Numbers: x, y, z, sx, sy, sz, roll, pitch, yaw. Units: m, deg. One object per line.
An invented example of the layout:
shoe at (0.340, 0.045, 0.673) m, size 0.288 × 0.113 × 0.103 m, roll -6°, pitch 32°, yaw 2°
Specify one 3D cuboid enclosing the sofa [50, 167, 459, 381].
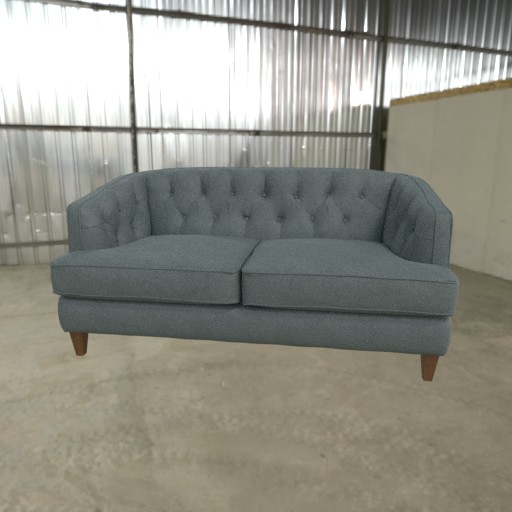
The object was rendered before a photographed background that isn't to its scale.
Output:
sofa at (0.000, 0.000, 2.243) m, size 1.733 × 0.855 × 0.941 m, roll 2°, pitch 14°, yaw 8°
